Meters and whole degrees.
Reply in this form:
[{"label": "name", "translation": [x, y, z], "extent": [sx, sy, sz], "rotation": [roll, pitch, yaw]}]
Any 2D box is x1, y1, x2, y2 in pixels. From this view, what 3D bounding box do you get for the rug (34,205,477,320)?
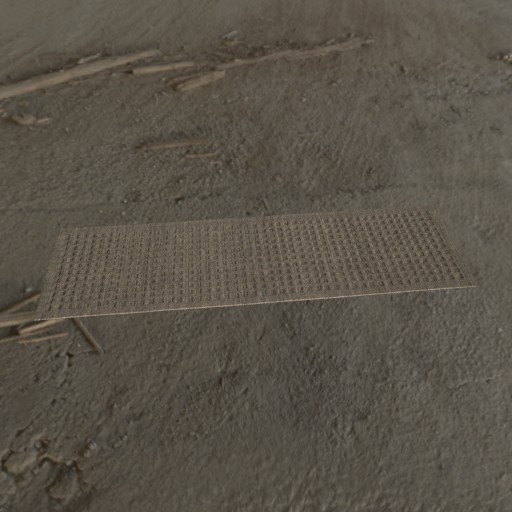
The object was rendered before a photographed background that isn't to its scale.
[{"label": "rug", "translation": [0.000, 0.000, 2.660], "extent": [2.443, 0.009, 0.706], "rotation": [-4, 47, -4]}]
